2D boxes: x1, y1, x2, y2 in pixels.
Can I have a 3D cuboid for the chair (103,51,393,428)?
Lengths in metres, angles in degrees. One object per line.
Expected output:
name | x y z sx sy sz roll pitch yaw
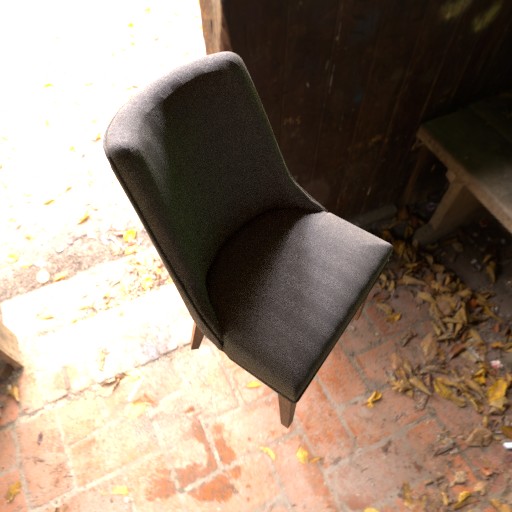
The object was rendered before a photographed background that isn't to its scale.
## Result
chair | 0.000 0.000 1.286 0.636 0.916 0.548 31 63 18
